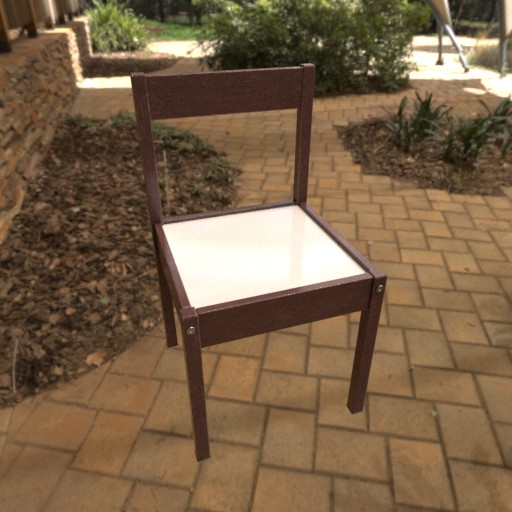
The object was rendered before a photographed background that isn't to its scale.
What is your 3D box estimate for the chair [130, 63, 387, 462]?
[{"bbox_3d":[0.000,0.000,0.688,0.285,0.505,0.285,-10,33,-16],"label":"chair"}]
